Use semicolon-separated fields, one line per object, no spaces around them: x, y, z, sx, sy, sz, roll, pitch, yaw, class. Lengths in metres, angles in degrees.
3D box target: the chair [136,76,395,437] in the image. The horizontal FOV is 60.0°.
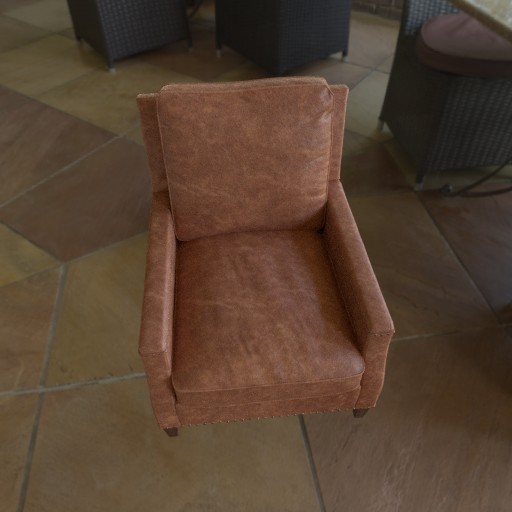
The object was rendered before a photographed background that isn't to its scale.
0.000;0.000;1.758;0.854;1.054;1.035;-4;46;-4;chair
